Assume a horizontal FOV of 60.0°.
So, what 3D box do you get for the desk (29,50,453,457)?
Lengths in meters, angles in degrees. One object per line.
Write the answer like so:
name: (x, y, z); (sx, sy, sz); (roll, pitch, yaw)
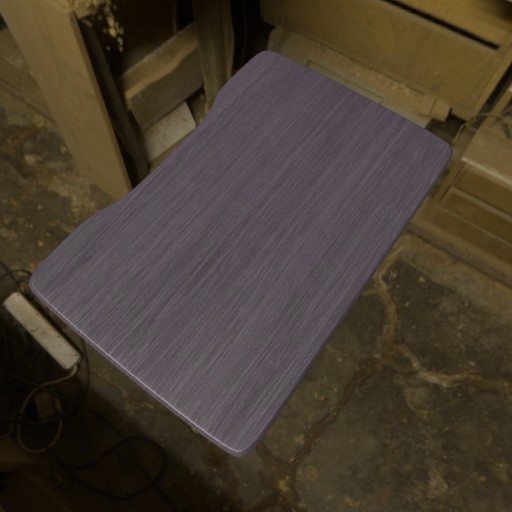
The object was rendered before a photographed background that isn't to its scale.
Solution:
desk: (0.000, 0.000, 1.138); (0.546, 0.470, 0.820); (34, 70, 14)
